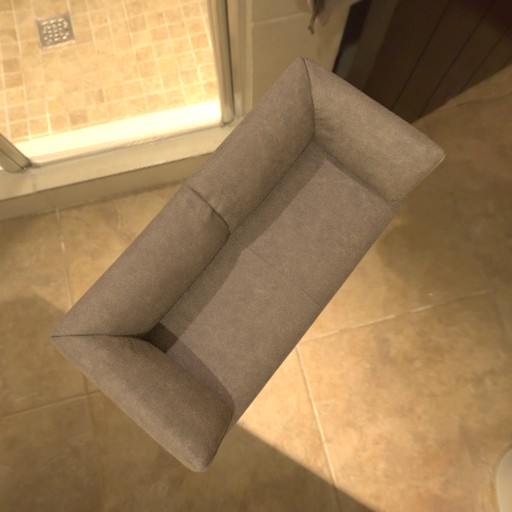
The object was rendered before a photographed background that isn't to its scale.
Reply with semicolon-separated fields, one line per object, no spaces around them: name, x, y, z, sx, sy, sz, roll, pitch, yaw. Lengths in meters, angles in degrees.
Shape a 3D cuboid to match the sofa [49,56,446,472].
sofa;0.000;0.000;2.341;0.905;0.747;1.878;38;79;9
